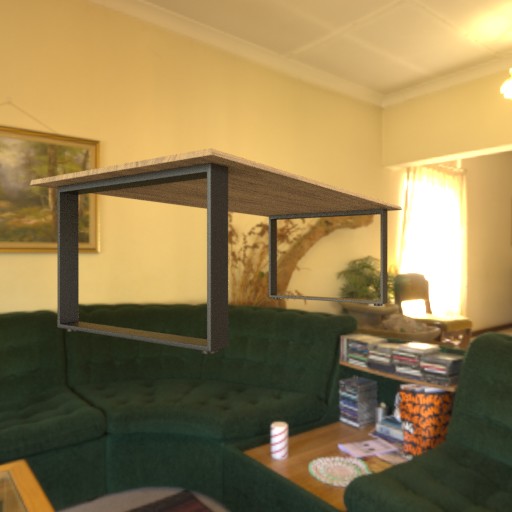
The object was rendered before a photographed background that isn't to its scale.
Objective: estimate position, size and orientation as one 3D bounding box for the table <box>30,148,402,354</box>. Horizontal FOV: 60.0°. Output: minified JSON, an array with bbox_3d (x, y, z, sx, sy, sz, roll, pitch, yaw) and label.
[{"bbox_3d":[0.000,0.000,1.650,0.693,0.445,1.331,0,0,34],"label":"table"}]
